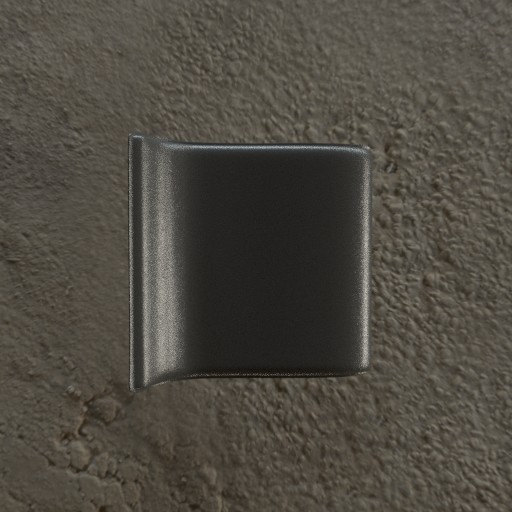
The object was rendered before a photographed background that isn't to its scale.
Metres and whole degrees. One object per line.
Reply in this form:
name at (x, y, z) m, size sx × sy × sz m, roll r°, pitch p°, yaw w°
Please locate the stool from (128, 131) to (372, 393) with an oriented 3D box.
stool at (0.000, 0.000, 1.052) m, size 0.381 × 0.851 × 0.381 m, roll 0°, pitch 91°, yaw -1°
